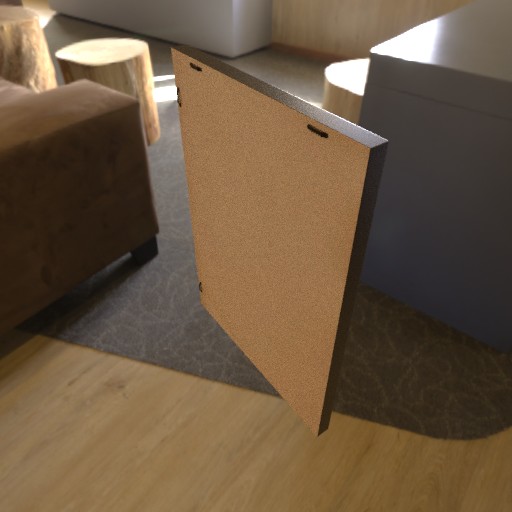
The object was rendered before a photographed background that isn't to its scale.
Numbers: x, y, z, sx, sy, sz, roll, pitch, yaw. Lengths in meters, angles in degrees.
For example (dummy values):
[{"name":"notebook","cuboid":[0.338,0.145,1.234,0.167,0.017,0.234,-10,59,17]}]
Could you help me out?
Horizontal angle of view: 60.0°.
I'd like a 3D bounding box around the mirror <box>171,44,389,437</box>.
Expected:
[{"name":"mirror","cuboid":[0.000,0.000,0.927,0.039,0.710,0.507,-26,47,-27]}]
